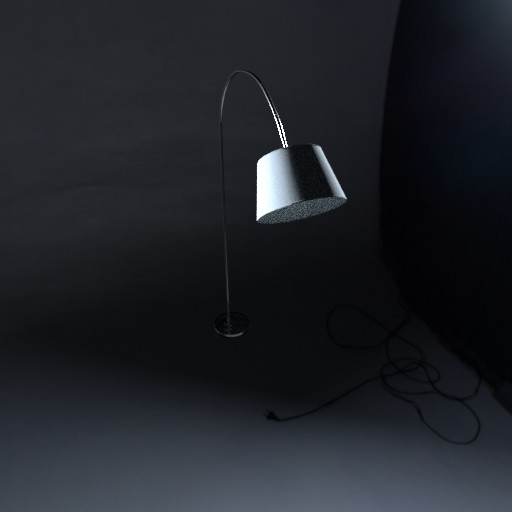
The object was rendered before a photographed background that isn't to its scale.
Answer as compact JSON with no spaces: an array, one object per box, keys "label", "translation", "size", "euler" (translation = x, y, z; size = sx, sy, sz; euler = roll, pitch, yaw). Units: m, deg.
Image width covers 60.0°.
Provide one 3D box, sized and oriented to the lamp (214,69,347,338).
[{"label":"lamp","translation":[0.000,0.000,2.726],"size":[0.406,2.098,1.445],"euler":[-12,34,-18]}]
